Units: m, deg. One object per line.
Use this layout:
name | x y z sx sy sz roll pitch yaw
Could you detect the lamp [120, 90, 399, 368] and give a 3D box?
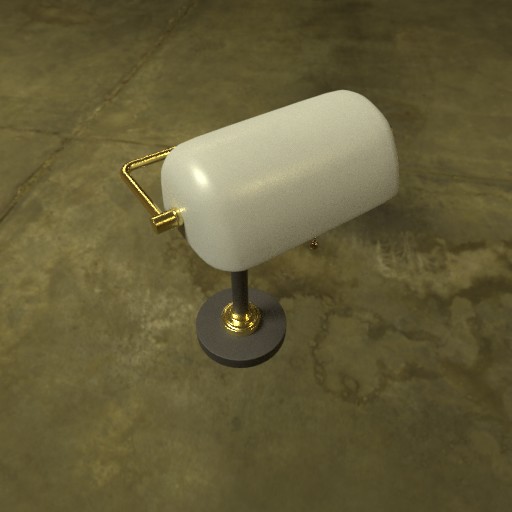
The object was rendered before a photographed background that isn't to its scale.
lamp | 0.000 0.000 0.549 0.269 0.404 0.227 -26 51 -23
